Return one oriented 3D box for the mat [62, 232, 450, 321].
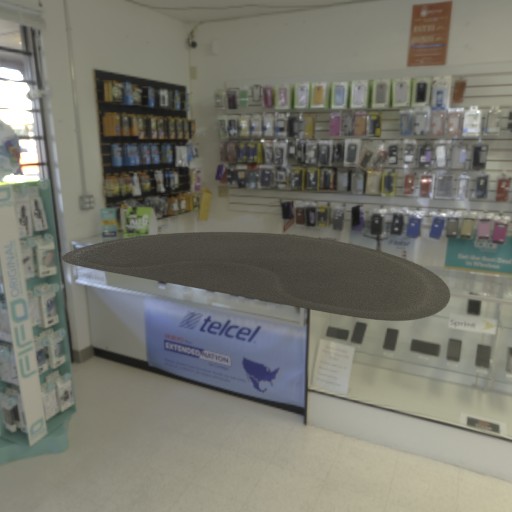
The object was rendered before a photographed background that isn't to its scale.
[{"bbox_3d":[0.000,0.000,1.842,1.524,0.013,0.913,8,16,27],"label":"mat"}]
